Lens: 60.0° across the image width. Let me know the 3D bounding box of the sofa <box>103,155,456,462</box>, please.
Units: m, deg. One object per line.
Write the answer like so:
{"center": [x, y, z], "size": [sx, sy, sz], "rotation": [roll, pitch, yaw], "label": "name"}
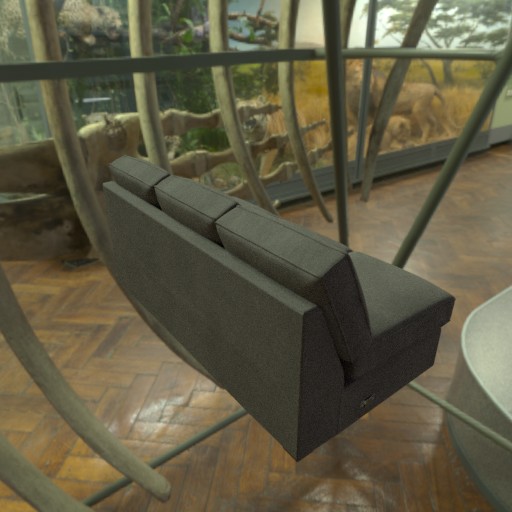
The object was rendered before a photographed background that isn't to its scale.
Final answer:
{"center": [0.000, 0.000, 2.560], "size": [1.027, 0.973, 1.962], "rotation": [-18, 31, -33], "label": "sofa"}
